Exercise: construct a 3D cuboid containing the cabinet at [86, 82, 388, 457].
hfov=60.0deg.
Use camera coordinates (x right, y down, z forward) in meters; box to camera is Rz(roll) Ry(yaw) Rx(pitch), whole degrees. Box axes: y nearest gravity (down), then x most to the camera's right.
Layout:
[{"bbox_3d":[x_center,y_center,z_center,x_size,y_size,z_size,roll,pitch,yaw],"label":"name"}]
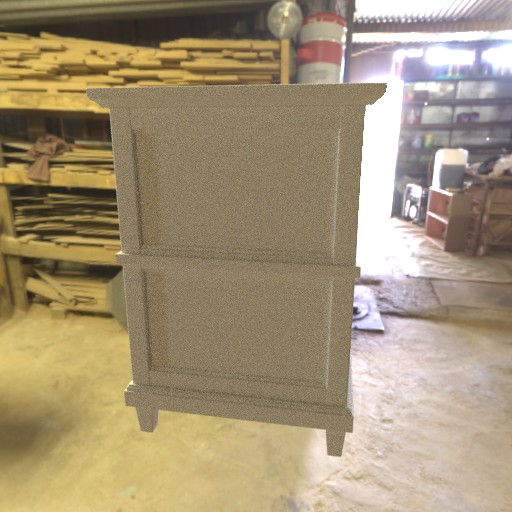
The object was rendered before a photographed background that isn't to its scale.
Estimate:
[{"bbox_3d":[0.000,0.000,1.143,0.547,0.775,0.544,3,16,10],"label":"cabinet"}]
